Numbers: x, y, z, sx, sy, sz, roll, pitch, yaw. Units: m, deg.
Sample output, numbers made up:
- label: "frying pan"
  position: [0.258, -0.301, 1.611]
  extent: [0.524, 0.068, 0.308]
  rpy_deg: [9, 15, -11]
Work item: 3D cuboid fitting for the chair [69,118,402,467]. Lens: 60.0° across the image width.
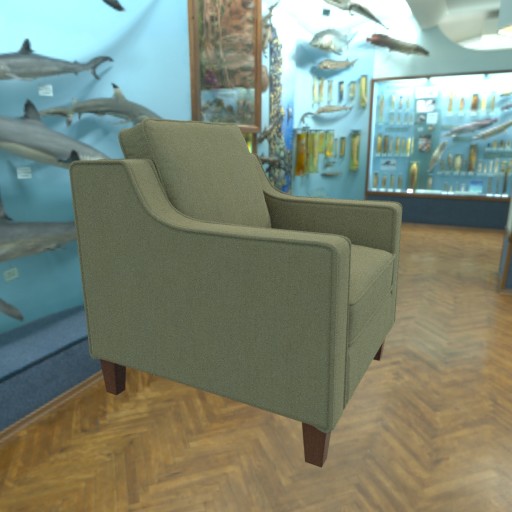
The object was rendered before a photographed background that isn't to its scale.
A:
- label: "chair"
  position: [0.000, 0.000, 1.631]
  extent: [0.909, 0.960, 0.831]
  rpy_deg: [8, 17, 27]
